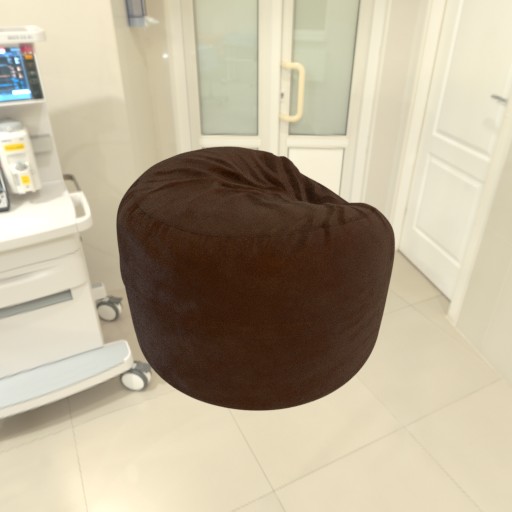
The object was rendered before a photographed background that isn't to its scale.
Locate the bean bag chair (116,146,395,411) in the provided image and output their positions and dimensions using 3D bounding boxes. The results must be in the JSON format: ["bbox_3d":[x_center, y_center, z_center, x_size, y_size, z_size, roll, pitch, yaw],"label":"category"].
[{"bbox_3d":[0.000,0.000,1.555,0.918,0.616,0.918,0,31,0],"label":"bean bag chair"}]
